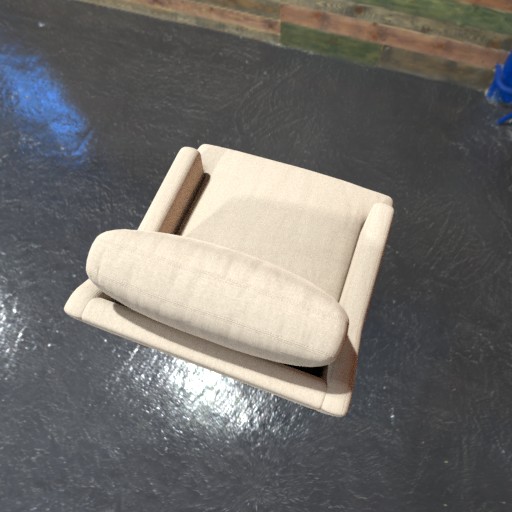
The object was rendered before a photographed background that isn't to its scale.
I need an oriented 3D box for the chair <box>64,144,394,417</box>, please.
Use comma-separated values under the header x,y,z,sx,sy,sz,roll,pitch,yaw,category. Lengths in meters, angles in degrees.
x,y,z,sx,sy,sz,roll,pitch,yaw,category
0.000,0.000,1.694,0.912,0.916,1.001,18,64,9,chair
